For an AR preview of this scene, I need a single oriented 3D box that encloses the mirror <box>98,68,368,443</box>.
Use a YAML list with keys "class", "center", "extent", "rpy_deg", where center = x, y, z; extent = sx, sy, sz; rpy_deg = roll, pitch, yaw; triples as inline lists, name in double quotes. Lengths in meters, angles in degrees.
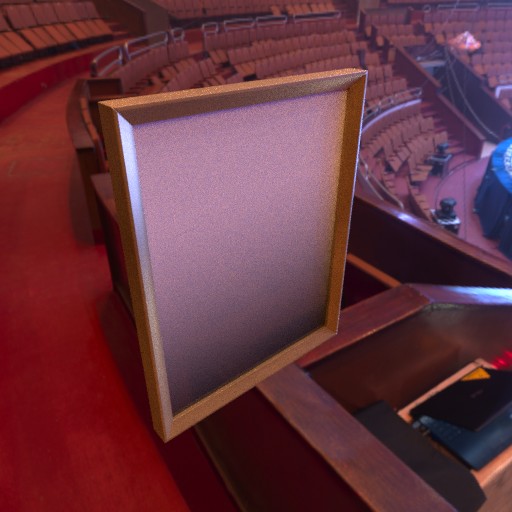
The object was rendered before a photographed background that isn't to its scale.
- class: "mirror"
  center: [0.000, 0.000, 0.692]
  extent: [0.406, 0.509, 0.041]
  rpy_deg: [-23, 37, -34]
